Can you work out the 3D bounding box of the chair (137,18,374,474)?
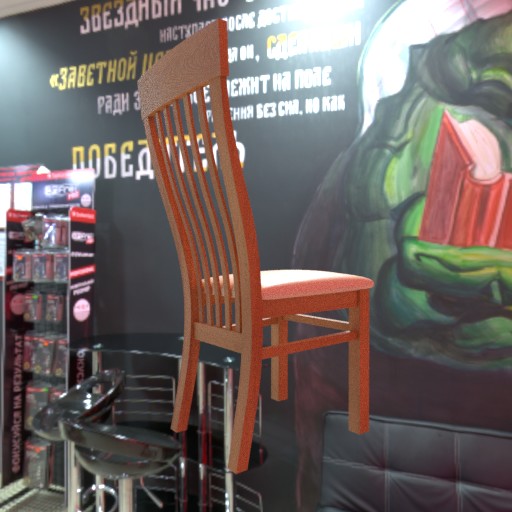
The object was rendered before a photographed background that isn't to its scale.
[{"bbox_3d":[0.000,0.000,1.322,0.580,1.050,0.450,0,1,-37],"label":"chair"}]
